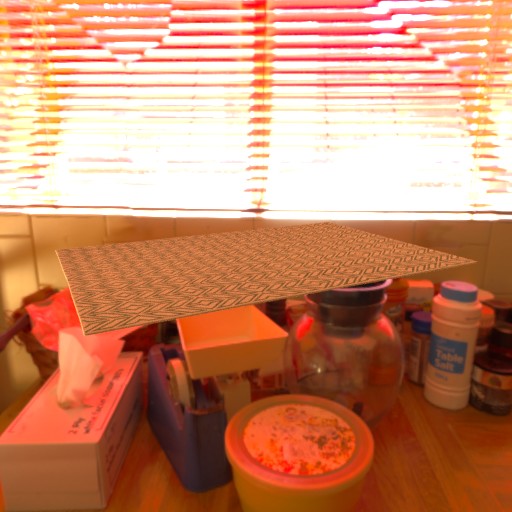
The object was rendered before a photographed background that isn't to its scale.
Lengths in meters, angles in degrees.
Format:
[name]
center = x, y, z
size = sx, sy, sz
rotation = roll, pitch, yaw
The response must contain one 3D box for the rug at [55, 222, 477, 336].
[rug]
center = 0.000, 0.000, 2.297
size = 1.828, 0.007, 1.220
rotation = -8, 17, -27
